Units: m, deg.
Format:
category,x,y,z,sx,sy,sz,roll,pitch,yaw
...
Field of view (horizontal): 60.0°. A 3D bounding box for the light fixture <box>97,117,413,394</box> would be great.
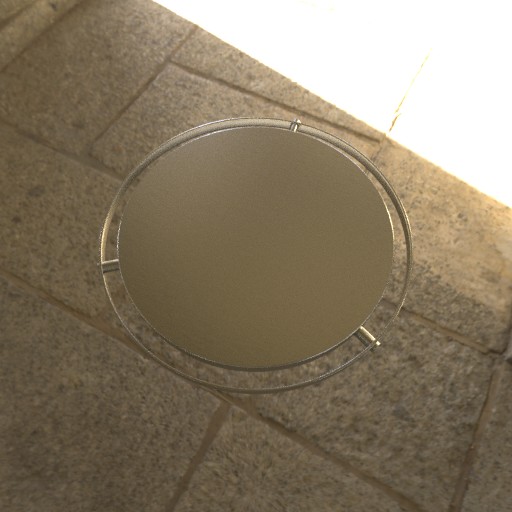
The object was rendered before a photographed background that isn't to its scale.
category,x,y,z,sx,sy,sz,roll,pitch,yaw
light fixture,0.000,0.000,0.568,0.361,0.130,0.361,0,62,0
